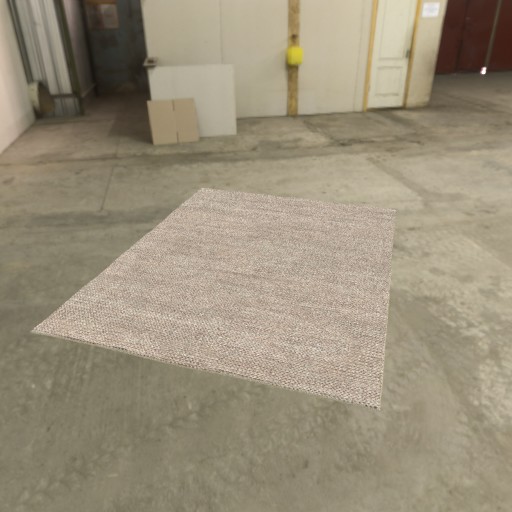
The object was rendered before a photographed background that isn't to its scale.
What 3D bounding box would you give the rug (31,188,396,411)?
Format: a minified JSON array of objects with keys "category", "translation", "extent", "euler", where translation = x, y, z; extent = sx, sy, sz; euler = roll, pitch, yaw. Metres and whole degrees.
[{"category":"rug","translation":[0.000,0.000,4.115],"extent":[2.429,0.030,3.052],"euler":[9,30,15]}]
